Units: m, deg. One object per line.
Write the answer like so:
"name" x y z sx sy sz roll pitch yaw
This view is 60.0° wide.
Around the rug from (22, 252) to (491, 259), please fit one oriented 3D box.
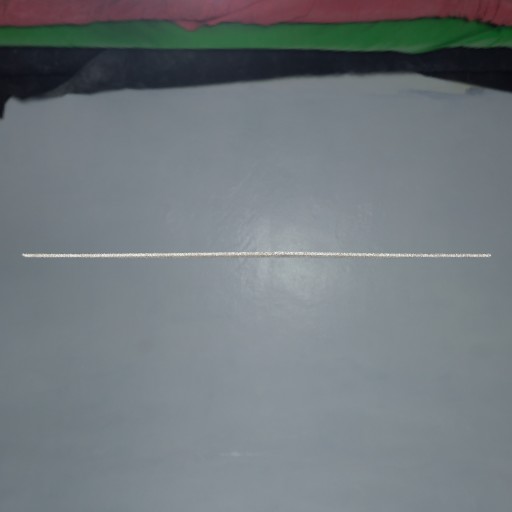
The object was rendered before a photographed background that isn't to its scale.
"rug" 0.000 0.000 4.990 3.778 0.053 2.873 0 -1 0
